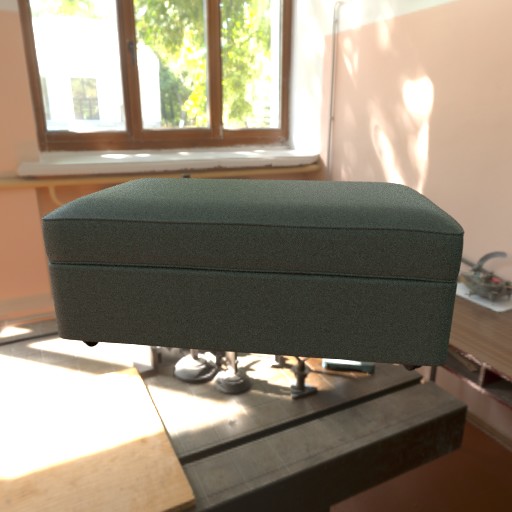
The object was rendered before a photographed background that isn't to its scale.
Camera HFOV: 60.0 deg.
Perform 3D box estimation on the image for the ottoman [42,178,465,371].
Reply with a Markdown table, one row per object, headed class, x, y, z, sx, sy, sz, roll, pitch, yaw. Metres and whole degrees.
| class | x | y | z | sx | sy | sz | roll | pitch | yaw |
| --- | --- | --- | --- | --- | --- | --- | --- | --- | --- |
| ottoman | 0.000 | 0.000 | 1.553 | 1.173 | 0.494 | 0.681 | 2 | 17 | 8 |
